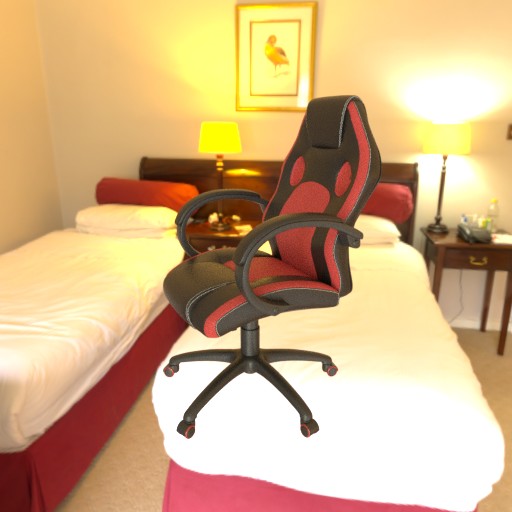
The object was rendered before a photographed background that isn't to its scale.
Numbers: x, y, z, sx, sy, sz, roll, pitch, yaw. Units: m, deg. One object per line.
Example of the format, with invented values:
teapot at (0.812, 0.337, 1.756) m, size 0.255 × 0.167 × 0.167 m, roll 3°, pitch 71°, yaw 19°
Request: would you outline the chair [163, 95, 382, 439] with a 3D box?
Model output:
chair at (0.000, 0.000, 1.720) m, size 0.783 × 1.189 × 0.750 m, roll -8°, pitch 19°, yaw -26°
